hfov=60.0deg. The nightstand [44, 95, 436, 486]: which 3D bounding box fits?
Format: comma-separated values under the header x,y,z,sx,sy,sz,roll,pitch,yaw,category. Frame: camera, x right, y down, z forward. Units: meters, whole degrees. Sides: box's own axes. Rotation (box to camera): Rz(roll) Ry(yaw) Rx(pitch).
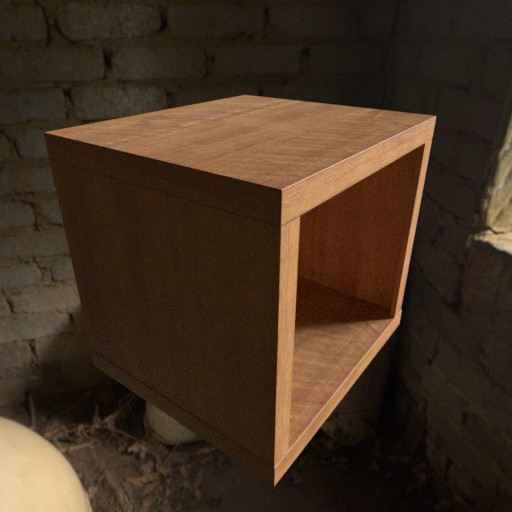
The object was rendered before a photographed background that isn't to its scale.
x,y,z,sx,sy,sz,roll,pitch,yaw,category
0.000,0.000,0.839,0.436,0.491,0.493,19,33,32,nightstand
